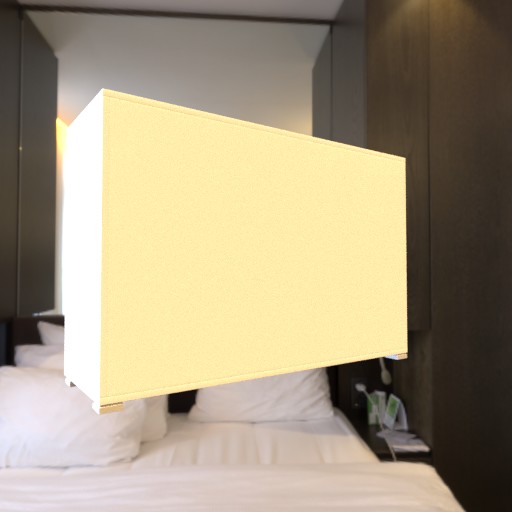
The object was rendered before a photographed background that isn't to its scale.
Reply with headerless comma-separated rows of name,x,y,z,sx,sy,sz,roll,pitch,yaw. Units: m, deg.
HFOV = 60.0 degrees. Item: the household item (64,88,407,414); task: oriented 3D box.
household item,0.000,0.000,1.721,1.300,0.867,0.420,1,-2,-35
